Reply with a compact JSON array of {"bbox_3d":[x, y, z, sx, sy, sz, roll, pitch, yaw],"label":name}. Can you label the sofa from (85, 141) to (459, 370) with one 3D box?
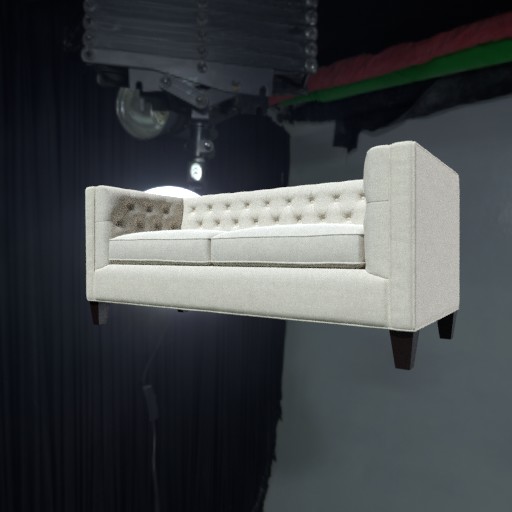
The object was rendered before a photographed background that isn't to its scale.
[{"bbox_3d":[0.000,0.000,2.254,1.778,0.762,0.775,0,0,35],"label":"sofa"}]
